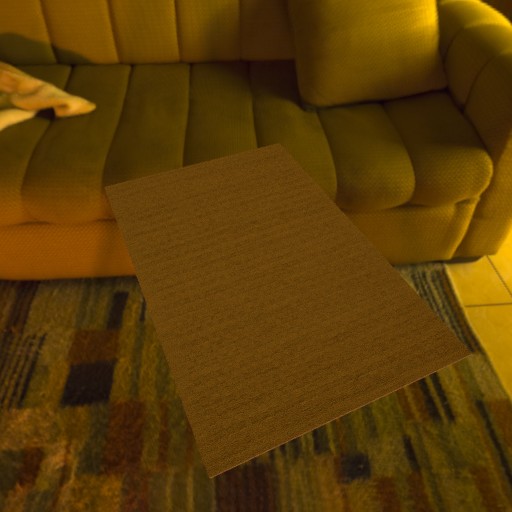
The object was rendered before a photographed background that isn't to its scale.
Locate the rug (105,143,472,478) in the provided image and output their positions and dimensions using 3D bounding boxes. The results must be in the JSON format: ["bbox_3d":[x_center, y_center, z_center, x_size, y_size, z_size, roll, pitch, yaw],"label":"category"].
[{"bbox_3d":[0.000,0.000,2.201,1.142,0.006,1.752,-18,49,-17],"label":"rug"}]
